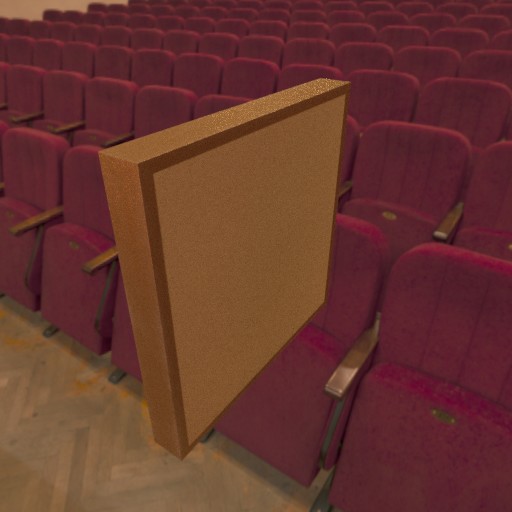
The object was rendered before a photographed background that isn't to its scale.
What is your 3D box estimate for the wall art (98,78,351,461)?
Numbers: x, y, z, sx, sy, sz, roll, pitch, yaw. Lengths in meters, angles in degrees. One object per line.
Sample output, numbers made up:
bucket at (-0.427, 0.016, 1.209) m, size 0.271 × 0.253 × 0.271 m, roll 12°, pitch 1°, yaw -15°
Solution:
wall art at (0.000, 0.000, 0.468) m, size 0.038 × 0.305 × 0.306 m, roll 21°, pitch 38°, yaw 29°
